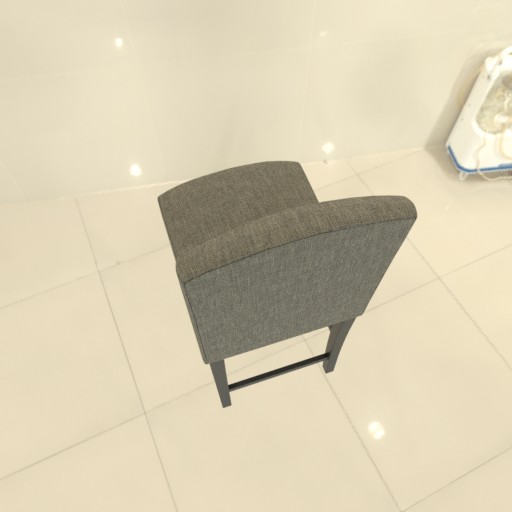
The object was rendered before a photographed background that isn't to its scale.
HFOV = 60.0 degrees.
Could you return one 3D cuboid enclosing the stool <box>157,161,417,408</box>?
[{"bbox_3d":[0.000,0.000,1.268,0.451,0.966,0.552,-16,59,-10],"label":"stool"}]
